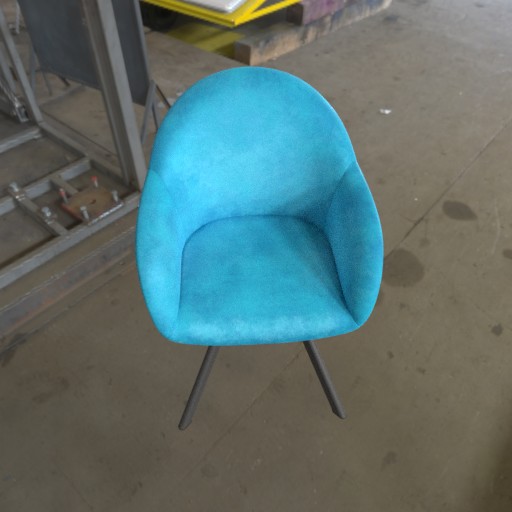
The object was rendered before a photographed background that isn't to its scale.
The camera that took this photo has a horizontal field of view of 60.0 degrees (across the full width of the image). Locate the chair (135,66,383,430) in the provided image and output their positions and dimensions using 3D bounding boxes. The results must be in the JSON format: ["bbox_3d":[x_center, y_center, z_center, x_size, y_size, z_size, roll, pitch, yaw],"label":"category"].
[{"bbox_3d":[0.000,0.000,1.202,0.550,0.795,0.590,-3,46,-3],"label":"chair"}]
